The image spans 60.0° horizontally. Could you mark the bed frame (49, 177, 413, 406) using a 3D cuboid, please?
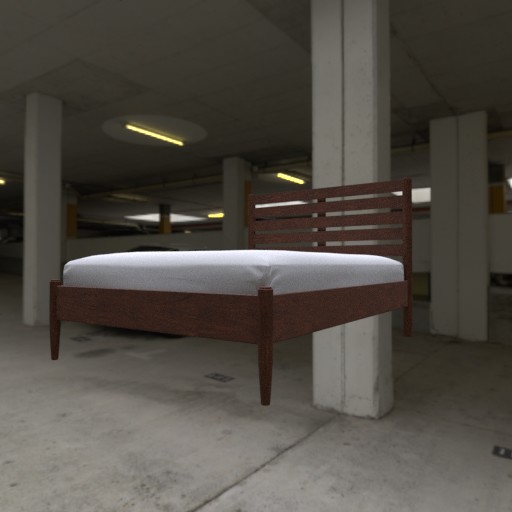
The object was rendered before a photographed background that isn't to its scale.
[{"bbox_3d":[0.000,0.000,3.244,1.655,1.321,2.234,-1,-1,34],"label":"bed frame"}]
